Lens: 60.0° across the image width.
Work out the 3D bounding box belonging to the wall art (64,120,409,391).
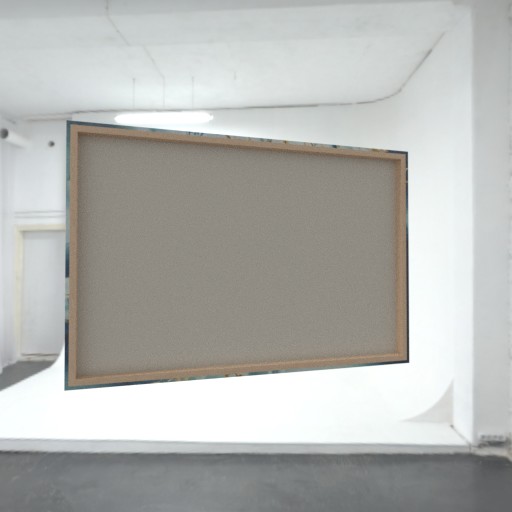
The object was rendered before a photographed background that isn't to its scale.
[{"bbox_3d":[0.000,0.000,1.154,0.912,0.608,0.038,0,-1,-18],"label":"wall art"}]
